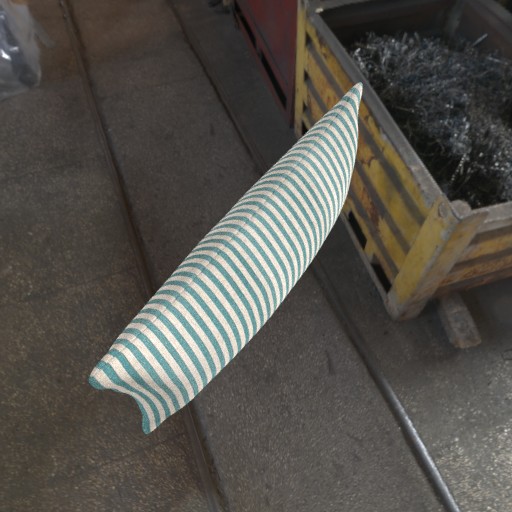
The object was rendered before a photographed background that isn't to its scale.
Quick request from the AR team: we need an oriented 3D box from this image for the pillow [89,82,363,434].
[{"bbox_3d":[0.000,0.000,0.730,0.151,0.295,0.617,31,62,18],"label":"pillow"}]
